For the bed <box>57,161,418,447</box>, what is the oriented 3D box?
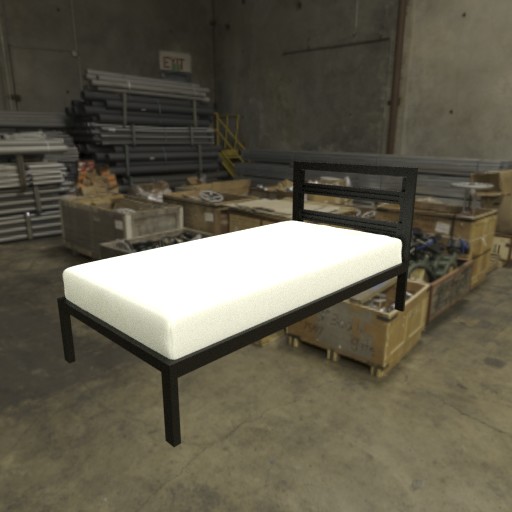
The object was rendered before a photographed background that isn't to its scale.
[{"bbox_3d":[0.000,0.000,2.590,0.991,0.967,1.930,15,21,42],"label":"bed"}]
